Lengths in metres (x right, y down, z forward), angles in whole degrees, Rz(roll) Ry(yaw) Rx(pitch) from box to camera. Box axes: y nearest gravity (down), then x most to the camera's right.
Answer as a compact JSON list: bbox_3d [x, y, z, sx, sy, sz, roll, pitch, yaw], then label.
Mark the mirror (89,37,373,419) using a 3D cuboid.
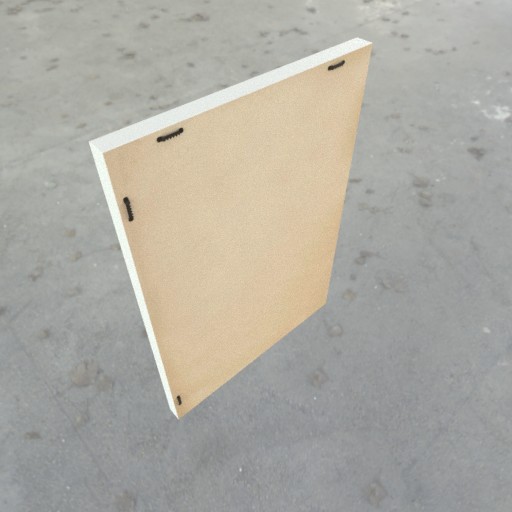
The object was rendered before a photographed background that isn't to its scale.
[{"bbox_3d":[0.000,0.000,0.895,0.507,0.710,0.039,-33,54,-28],"label":"mirror"}]
